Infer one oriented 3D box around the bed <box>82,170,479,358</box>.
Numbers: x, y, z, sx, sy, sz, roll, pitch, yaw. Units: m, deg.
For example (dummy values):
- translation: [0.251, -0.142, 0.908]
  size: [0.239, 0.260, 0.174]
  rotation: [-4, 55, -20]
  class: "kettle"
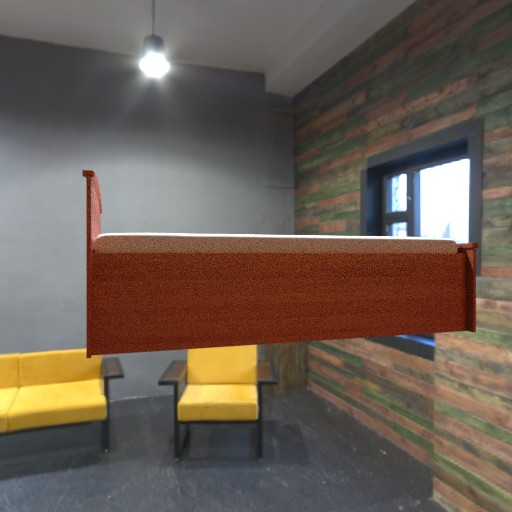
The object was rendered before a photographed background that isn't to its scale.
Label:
- translation: [0.000, 0.000, 2.944]
  size: [2.053, 0.848, 1.683]
  rotation: [0, 0, -18]
  class: "bed"
